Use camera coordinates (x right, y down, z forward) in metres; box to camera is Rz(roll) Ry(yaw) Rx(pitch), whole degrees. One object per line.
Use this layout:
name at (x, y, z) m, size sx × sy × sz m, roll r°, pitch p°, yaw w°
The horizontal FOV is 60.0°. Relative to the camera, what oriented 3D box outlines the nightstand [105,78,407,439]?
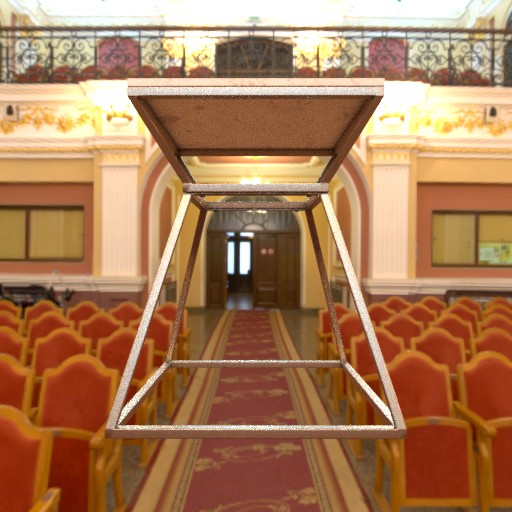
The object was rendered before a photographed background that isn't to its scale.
nightstand at (0.000, 0.000, 0.894) m, size 0.455 × 0.554 × 0.455 m, roll 0°, pitch -1°, yaw 0°
